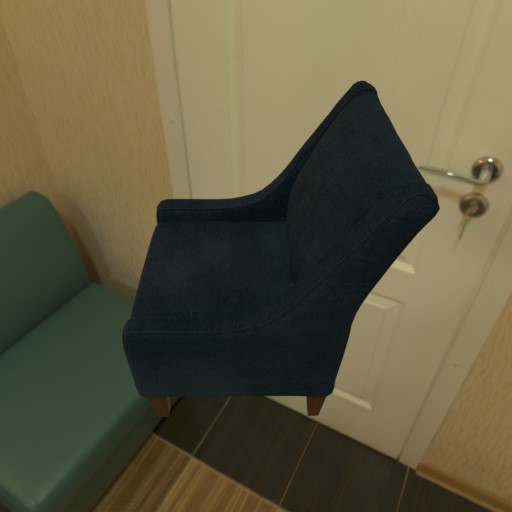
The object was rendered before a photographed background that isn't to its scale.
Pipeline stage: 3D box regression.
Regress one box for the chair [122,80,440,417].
[{"bbox_3d":[0.000,0.000,1.624,0.870,1.014,0.774,0,41,0],"label":"chair"}]
